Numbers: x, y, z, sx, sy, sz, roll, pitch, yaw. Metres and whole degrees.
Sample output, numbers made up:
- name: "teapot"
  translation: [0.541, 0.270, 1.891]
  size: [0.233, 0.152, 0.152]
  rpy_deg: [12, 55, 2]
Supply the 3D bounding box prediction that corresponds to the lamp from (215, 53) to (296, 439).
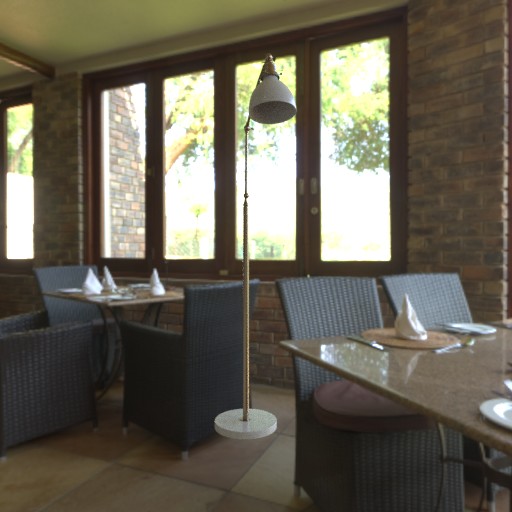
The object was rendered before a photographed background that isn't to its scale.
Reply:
- name: "lamp"
  translation: [0.000, 0.000, 1.903]
  size: [0.288, 1.586, 0.599]
  rpy_deg: [0, 1, -18]
